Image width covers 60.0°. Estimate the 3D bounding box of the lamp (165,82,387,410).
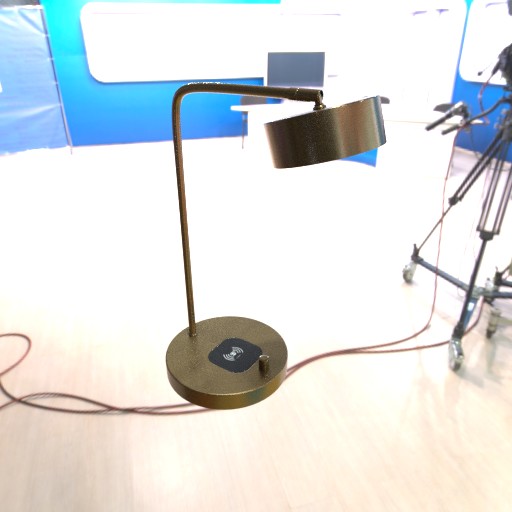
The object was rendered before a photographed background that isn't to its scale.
[{"bbox_3d":[0.000,0.000,0.523,0.270,0.380,0.171,18,32,31],"label":"lamp"}]
